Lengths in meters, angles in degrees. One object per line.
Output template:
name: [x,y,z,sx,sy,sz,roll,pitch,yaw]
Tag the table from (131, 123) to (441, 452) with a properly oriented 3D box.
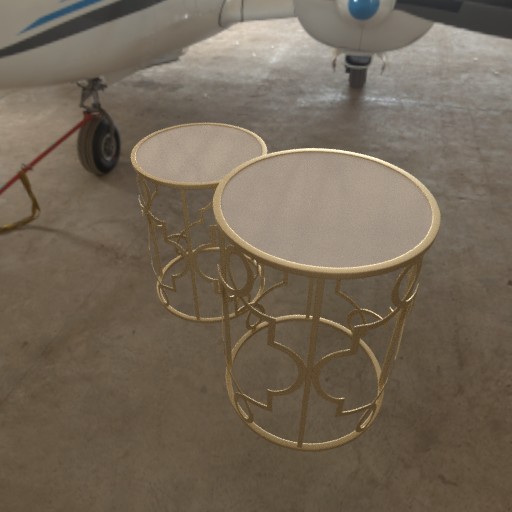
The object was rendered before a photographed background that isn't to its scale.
table: [0.000,0.000,1.150,0.420,0.564,0.846,-26,46,-28]
